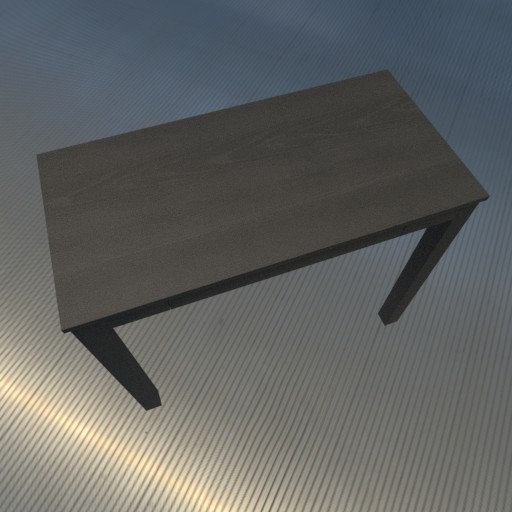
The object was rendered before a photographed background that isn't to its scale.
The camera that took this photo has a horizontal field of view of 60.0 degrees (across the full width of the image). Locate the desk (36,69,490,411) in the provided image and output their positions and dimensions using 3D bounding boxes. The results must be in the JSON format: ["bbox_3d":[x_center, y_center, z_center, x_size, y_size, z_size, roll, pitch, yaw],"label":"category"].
[{"bbox_3d":[0.000,0.000,1.402,0.991,0.762,0.499,-17,60,-10],"label":"desk"}]
